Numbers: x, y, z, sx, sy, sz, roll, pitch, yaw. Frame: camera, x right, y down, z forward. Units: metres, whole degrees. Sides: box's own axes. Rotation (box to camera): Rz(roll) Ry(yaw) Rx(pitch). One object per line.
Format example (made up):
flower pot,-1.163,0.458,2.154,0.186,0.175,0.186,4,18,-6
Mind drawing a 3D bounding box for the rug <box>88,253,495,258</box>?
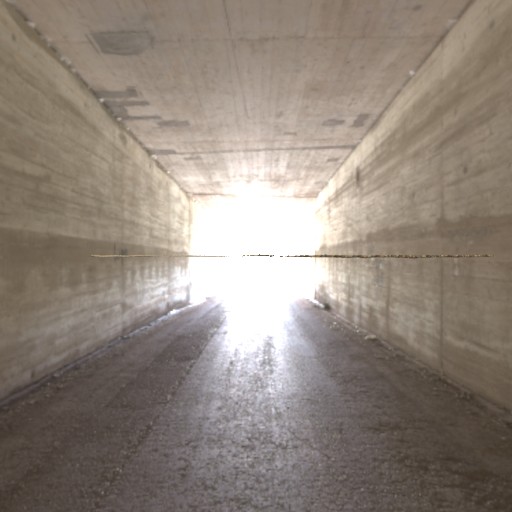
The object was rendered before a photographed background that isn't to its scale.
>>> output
rug,0.000,0.000,2.304,1.218,0.017,1.861,0,0,-35
